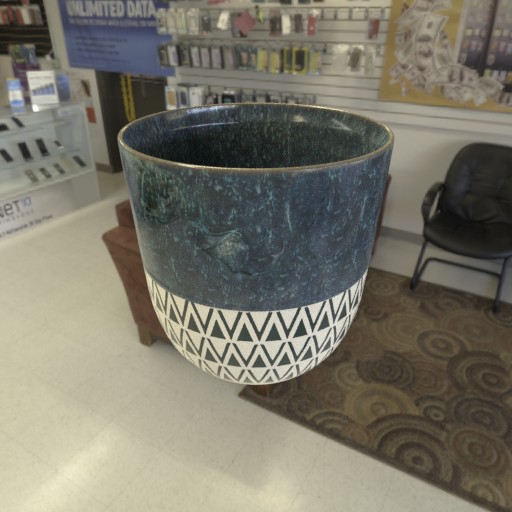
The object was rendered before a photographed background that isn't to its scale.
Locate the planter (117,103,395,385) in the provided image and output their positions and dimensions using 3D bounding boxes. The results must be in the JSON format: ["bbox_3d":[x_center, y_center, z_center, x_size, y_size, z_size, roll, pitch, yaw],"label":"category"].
[{"bbox_3d":[0.000,0.000,0.374,0.195,0.214,0.195,0,29,0],"label":"planter"}]
